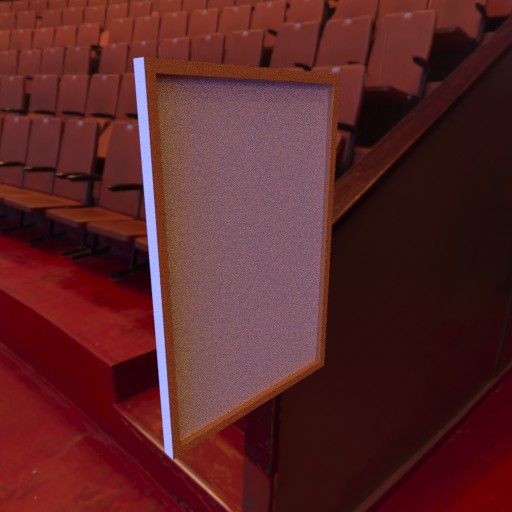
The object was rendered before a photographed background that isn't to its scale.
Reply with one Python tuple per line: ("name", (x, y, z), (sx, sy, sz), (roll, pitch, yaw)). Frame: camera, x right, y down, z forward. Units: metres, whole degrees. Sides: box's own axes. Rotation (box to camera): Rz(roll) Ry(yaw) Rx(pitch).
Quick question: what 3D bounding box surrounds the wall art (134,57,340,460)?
("wall art", (0.000, 0.000, 1.168), (0.610, 0.916, 0.037), (-17, 25, -42))
